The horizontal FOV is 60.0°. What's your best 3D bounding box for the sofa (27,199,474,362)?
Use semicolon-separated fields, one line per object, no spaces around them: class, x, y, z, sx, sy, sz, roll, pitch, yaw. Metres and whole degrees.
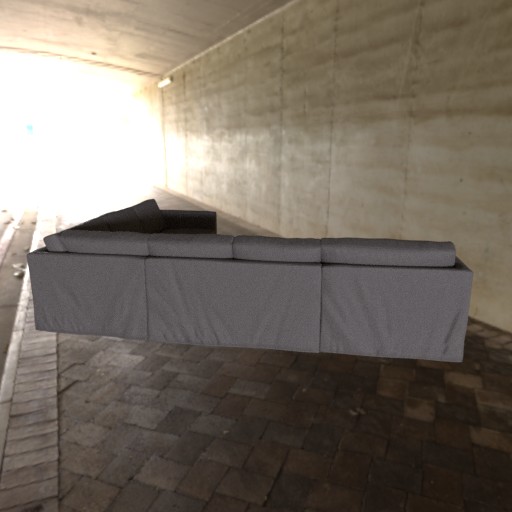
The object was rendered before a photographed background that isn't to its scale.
sofa;0.000;0.000;4.580;3.528;0.878;2.476;2;15;8
